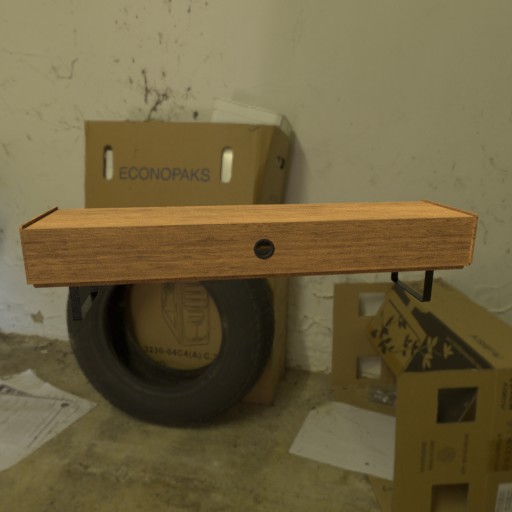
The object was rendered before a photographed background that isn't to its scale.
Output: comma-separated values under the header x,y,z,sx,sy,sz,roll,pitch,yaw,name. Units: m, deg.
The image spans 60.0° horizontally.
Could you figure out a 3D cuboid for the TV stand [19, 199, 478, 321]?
x,y,z,sx,sy,sz,roll,pitch,yaw,name
0.000,0.000,1.990,1.796,0.415,0.467,-2,16,-8,TV stand
